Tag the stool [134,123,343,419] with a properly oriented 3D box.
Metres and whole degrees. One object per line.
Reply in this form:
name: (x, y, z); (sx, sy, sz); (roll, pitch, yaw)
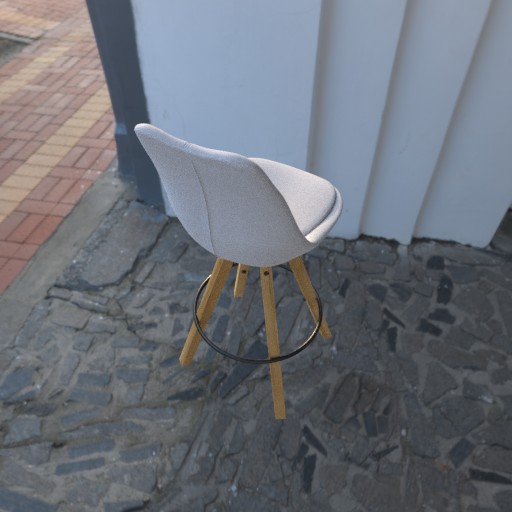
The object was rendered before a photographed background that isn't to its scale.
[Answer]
stool: (0.000, 0.000, 1.416); (0.484, 1.115, 0.550); (23, 50, 21)
